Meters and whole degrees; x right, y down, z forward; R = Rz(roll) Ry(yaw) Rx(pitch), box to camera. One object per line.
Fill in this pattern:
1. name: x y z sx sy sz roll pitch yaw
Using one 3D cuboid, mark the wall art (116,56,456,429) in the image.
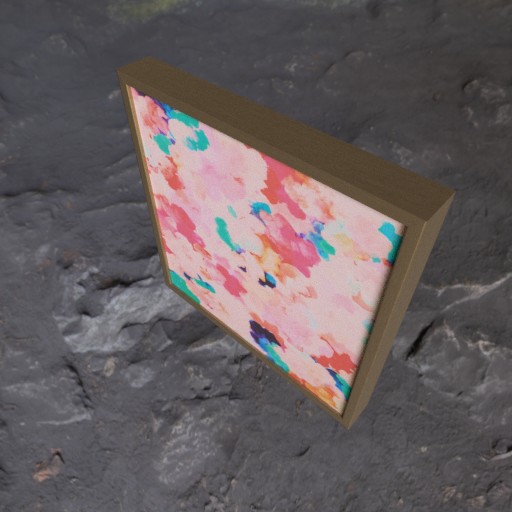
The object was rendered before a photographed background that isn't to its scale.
1. wall art: 0.000 0.000 0.449 0.304 0.305 0.038 33 55 27
